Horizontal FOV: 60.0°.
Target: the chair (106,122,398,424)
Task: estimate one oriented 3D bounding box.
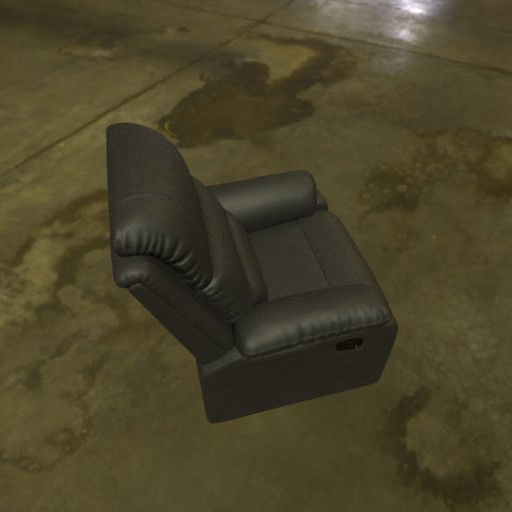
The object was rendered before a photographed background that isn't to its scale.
[{"bbox_3d":[0.000,0.000,1.671,0.919,0.992,0.855,-11,47,-10],"label":"chair"}]
